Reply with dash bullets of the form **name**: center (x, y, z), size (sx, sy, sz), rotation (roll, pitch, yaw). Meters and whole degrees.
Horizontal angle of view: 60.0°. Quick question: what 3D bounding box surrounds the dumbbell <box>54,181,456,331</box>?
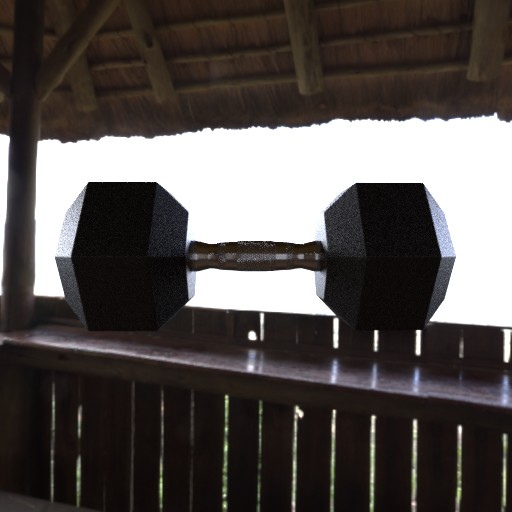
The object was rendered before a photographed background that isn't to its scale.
- **dumbbell**: center (0.000, 0.000, 0.445), size (0.361, 0.137, 0.157), rotation (0, 0, -1)
